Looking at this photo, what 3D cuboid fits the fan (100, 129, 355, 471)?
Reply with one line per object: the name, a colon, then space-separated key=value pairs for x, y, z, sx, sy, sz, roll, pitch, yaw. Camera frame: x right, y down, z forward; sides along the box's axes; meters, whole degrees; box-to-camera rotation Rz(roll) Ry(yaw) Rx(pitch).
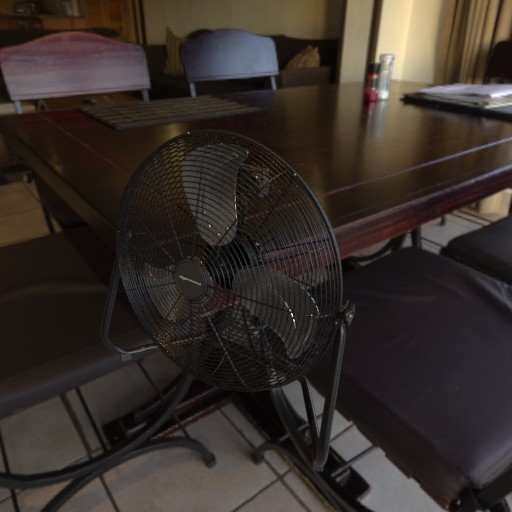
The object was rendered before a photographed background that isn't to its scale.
fan: x=0.000 y=0.000 z=0.912 sx=0.555 sy=0.546 sz=0.424 roll=18 pitch=34 yaw=29
